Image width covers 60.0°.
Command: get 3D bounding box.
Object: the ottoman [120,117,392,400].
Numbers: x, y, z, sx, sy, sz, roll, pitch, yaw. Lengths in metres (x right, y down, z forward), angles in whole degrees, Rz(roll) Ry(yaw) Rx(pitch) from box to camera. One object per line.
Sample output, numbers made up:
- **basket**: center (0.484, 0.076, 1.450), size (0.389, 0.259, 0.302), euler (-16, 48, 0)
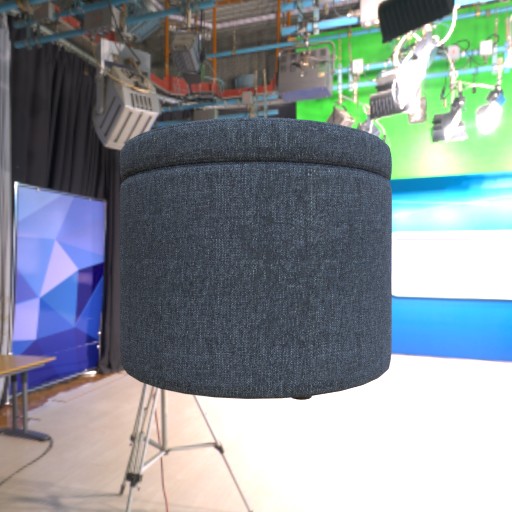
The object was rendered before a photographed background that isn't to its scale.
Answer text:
- **ottoman**: center (0.000, 0.000, 0.852), size (0.500, 0.419, 0.500), euler (0, 1, 0)
